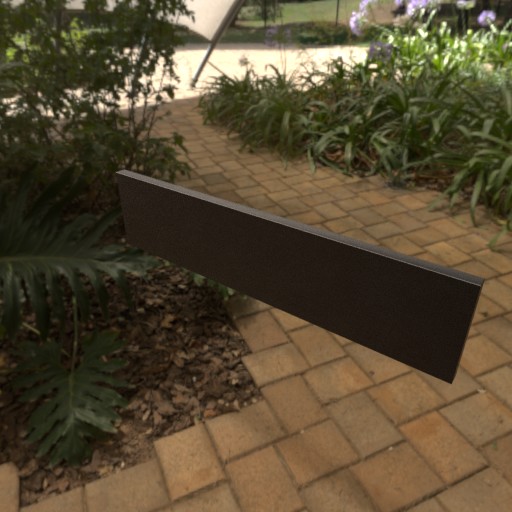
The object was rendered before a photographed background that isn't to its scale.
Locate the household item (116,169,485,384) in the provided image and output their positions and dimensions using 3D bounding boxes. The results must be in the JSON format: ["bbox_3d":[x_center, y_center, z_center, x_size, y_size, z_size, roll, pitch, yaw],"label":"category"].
[{"bbox_3d":[0.000,0.000,1.100,1.001,0.236,0.030,20,35,32],"label":"household item"}]
